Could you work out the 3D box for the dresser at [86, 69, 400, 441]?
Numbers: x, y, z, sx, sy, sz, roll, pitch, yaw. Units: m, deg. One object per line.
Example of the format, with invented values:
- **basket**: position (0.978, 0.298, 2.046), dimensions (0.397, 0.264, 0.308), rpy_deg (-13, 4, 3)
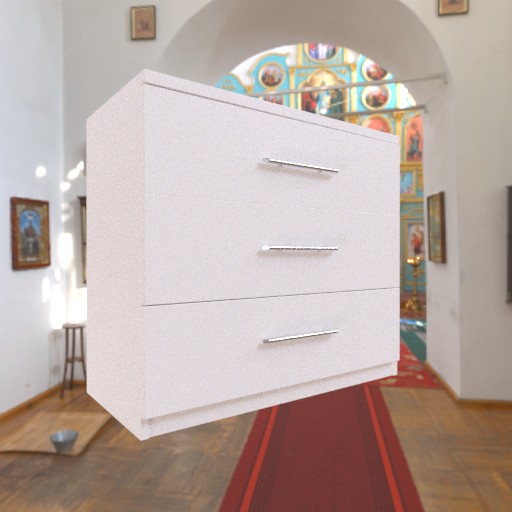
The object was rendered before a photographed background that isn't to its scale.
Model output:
- **dresser**: position (0.000, 0.000, 1.275), dimensions (0.830, 0.740, 0.420), rpy_deg (0, 0, -36)
